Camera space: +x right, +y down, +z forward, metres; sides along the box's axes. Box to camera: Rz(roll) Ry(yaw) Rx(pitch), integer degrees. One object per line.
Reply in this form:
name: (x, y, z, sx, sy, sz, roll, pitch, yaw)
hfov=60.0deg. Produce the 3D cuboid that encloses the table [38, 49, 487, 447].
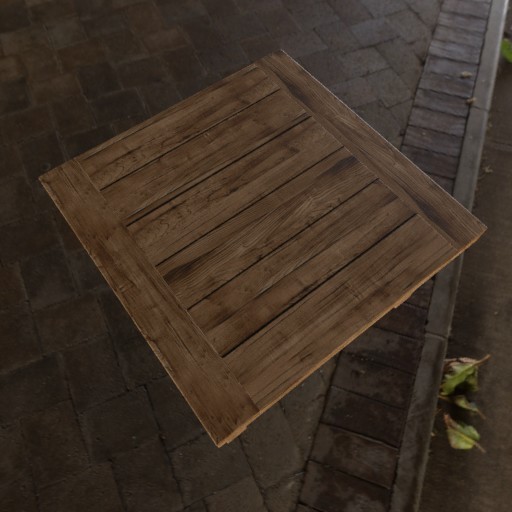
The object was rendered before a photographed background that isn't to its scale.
table: (0.000, 0.000, 1.045, 0.610, 0.457, 0.610, -34, 68, -16)
